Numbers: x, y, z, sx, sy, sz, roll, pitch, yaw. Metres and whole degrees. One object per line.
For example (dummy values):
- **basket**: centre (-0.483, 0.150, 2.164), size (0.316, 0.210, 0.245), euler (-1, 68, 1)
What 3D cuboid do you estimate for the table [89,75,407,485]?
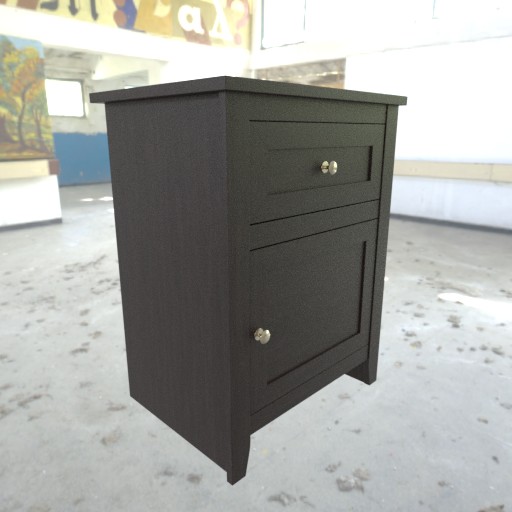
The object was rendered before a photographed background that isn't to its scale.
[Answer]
- **table**: centre (0.000, 0.000, 0.927), size (0.381, 0.635, 0.480), euler (15, 22, 43)
